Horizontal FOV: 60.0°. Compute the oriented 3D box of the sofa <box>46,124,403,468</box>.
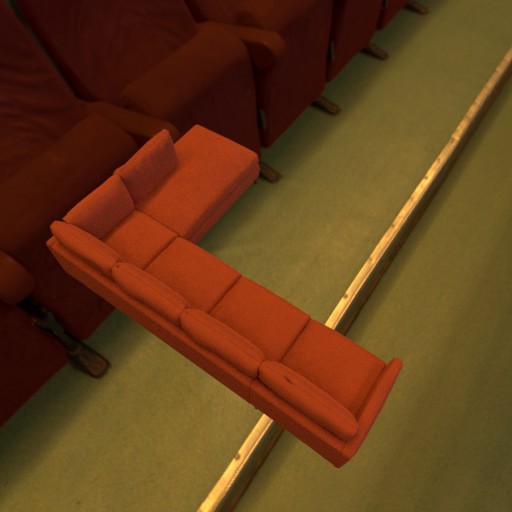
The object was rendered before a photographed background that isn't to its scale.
[{"bbox_3d":[0.000,0.000,3.576,2.736,0.757,1.879,31,63,18],"label":"sofa"}]
